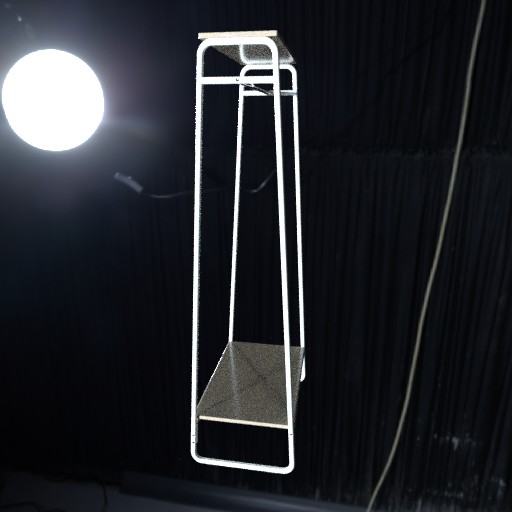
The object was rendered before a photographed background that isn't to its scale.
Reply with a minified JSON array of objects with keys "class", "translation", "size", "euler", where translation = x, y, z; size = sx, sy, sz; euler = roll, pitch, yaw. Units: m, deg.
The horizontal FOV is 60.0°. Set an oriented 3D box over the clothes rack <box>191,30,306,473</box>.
[{"class":"clothes rack","translation":[0.000,0.000,1.770],"size":[0.400,1.512,0.640],"euler":[3,17,9]}]
